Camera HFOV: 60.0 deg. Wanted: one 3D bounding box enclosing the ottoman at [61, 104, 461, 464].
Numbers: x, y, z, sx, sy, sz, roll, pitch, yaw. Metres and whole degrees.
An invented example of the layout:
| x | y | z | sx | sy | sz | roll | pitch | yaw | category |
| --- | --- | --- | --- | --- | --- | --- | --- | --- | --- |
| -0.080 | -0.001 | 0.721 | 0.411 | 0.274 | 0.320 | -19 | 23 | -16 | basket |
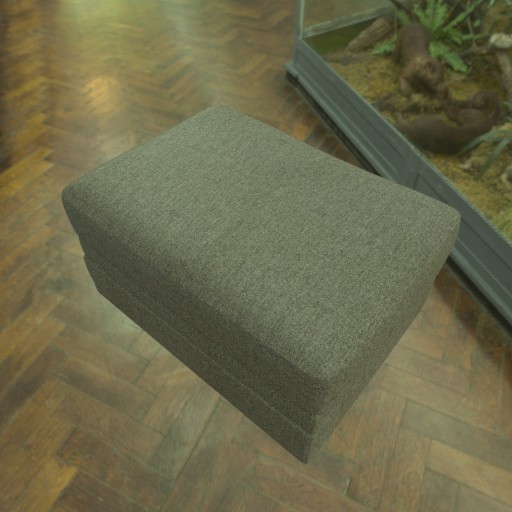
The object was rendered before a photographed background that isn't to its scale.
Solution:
| x | y | z | sx | sy | sz | roll | pitch | yaw | category |
| --- | --- | --- | --- | --- | --- | --- | --- | --- | --- |
| 0.000 | 0.000 | 1.265 | 0.885 | 0.478 | 0.637 | 32 | 54 | 26 | ottoman |
